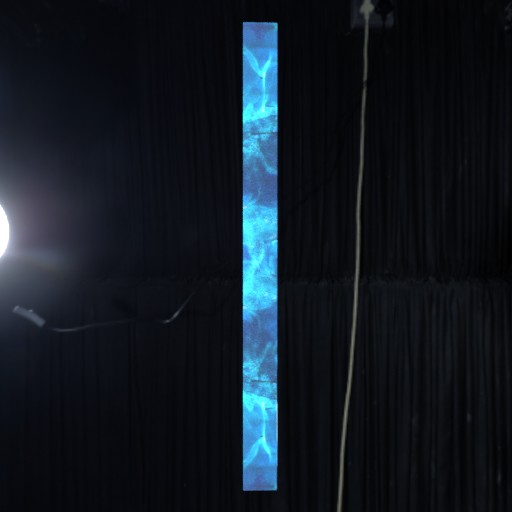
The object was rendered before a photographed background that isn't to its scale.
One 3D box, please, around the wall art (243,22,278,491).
[{"bbox_3d":[0.000,0.000,0.697,0.038,0.508,0.432,0,0,-1],"label":"wall art"}]
